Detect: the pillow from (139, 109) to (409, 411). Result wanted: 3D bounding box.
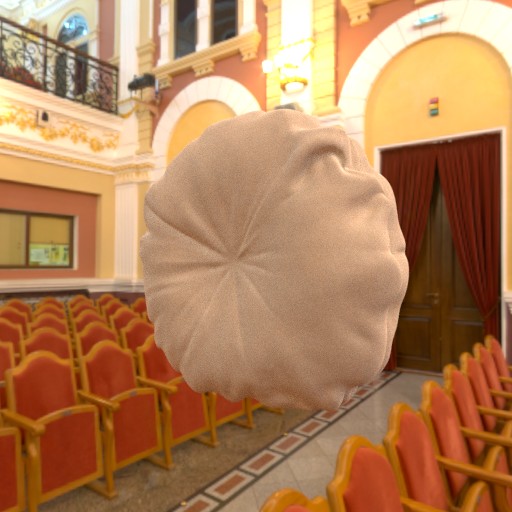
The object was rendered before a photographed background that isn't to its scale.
[{"bbox_3d":[0.000,0.000,0.630,0.428,0.407,0.148,0,-1,36],"label":"pillow"}]
